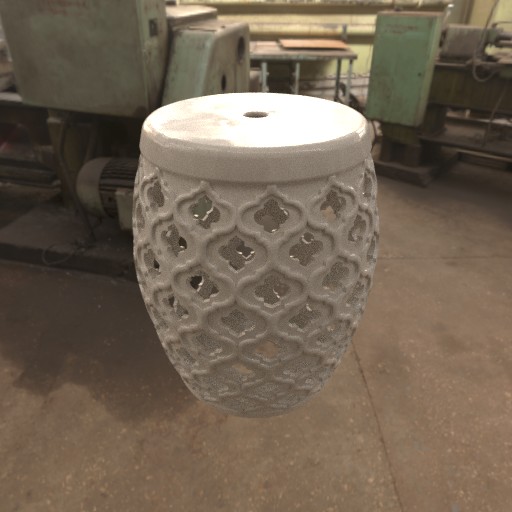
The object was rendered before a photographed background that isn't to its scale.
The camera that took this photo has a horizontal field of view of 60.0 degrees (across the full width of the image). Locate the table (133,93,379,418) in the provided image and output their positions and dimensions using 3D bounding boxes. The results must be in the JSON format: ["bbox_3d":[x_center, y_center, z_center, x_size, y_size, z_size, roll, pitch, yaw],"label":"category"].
[{"bbox_3d":[0.000,0.000,0.620,0.325,0.388,0.325,0,32,0],"label":"table"}]
